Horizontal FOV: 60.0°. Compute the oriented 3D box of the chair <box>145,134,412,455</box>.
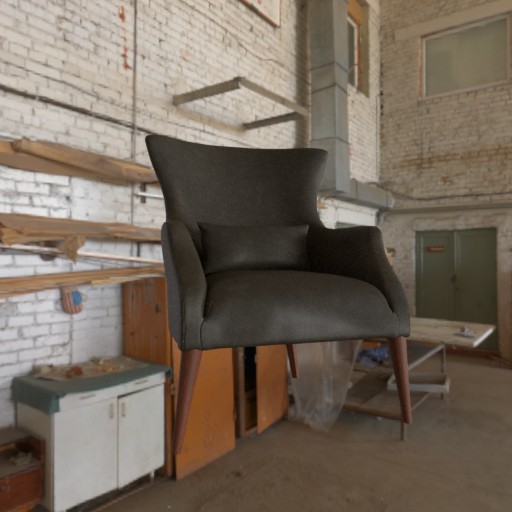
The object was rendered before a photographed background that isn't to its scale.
[{"bbox_3d":[0.000,0.000,1.727,0.819,1.068,0.954,0,-1,-18],"label":"chair"}]
